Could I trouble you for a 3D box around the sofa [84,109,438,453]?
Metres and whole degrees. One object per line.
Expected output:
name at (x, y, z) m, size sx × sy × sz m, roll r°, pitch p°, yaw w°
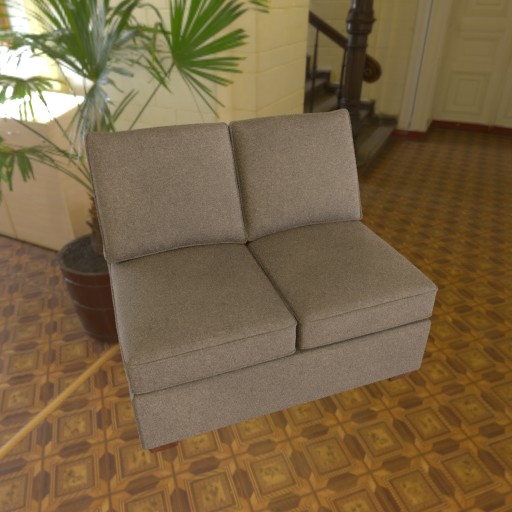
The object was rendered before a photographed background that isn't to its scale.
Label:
sofa at (0.000, 0.000, 1.920) m, size 1.237 × 1.008 × 0.951 m, roll -11°, pitch 33°, yaw -17°
